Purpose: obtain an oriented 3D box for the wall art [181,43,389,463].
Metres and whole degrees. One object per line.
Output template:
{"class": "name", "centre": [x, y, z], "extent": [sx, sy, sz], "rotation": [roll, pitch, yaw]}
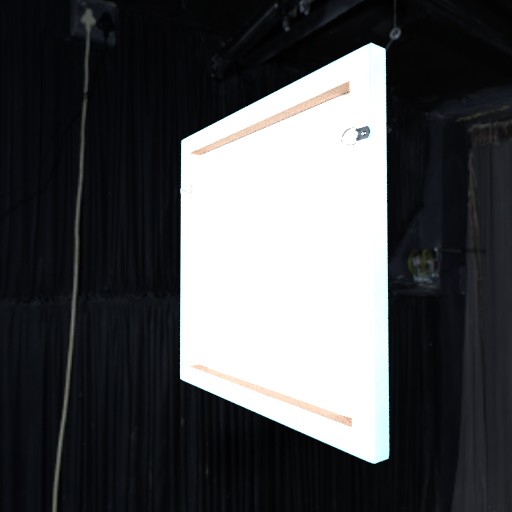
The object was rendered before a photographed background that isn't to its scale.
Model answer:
{"class": "wall art", "centre": [0.000, 0.000, 1.568], "extent": [0.070, 1.073, 1.071], "rotation": [1, -2, -36]}
